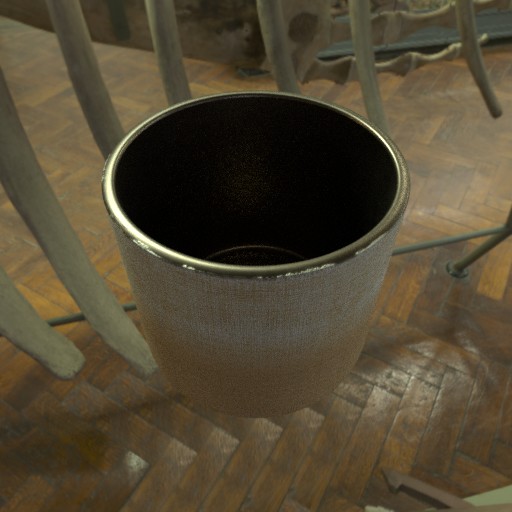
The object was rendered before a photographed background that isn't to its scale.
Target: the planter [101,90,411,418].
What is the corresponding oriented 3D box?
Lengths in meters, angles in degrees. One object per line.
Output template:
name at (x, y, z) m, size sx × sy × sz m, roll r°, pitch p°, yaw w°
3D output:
planter at (0.000, 0.000, 0.390) m, size 0.221 × 0.201 × 0.221 m, roll 0°, pitch 47°, yaw 0°
